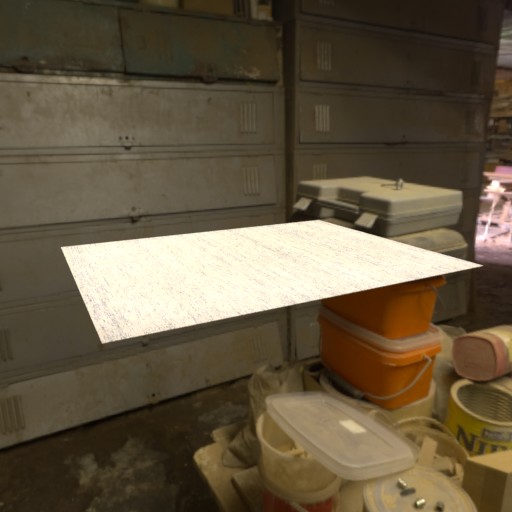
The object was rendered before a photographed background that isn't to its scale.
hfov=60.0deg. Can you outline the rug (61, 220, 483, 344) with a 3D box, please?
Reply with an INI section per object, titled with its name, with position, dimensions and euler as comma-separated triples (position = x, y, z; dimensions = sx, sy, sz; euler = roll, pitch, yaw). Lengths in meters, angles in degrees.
[rug]
position = 0.000, 0.000, 4.187
dimensions = 3.197, 0.006, 2.438
euler = -8, 17, -27
